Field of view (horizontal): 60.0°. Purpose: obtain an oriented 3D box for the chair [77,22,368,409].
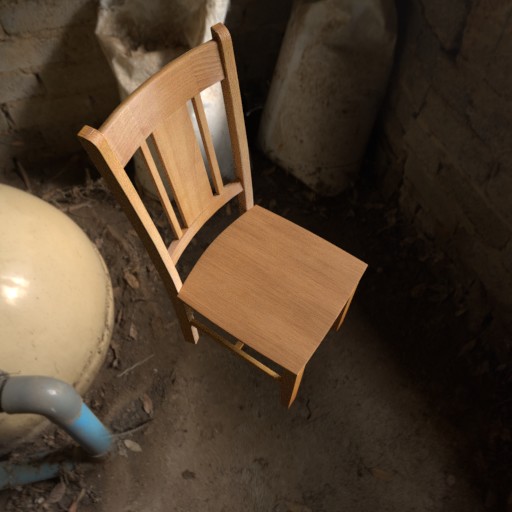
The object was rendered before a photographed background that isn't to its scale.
[{"bbox_3d":[0.000,0.000,1.276,0.556,0.998,0.450,30,63,17],"label":"chair"}]
